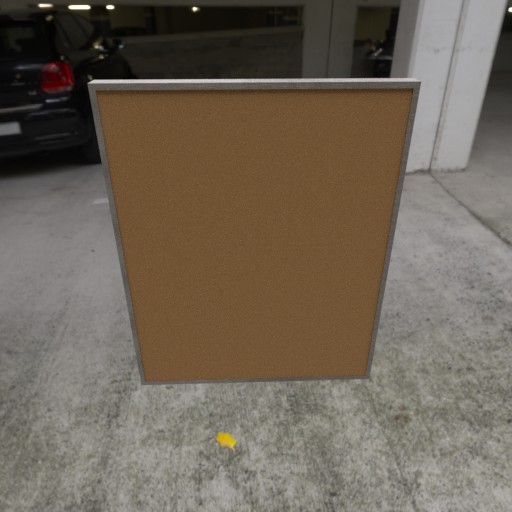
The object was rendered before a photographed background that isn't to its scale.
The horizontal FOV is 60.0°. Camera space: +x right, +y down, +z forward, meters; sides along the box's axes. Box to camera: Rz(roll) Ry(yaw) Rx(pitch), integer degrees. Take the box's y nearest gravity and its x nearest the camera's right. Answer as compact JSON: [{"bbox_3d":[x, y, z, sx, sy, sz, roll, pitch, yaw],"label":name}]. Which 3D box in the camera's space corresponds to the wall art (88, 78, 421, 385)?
[{"bbox_3d":[0.000,0.000,0.701,0.421,0.521,0.032,-1,30,-2],"label":"wall art"}]
